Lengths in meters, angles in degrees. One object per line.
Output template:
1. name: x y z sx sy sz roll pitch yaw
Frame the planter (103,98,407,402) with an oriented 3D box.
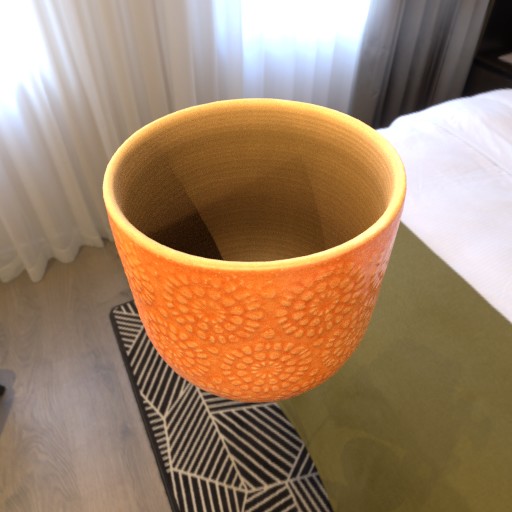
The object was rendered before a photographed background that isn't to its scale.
1. planter: 0.000 0.000 0.296 0.170 0.152 0.170 0 45 0
